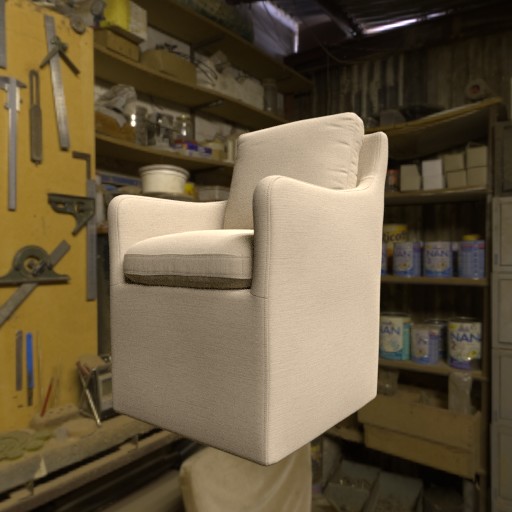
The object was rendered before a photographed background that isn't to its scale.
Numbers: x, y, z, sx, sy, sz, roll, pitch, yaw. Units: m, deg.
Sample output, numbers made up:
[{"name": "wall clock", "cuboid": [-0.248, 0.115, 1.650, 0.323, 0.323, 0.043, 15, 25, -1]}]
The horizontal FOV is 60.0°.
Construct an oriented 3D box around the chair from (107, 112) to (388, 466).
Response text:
[{"name": "chair", "cuboid": [0.000, 0.000, 1.377, 0.626, 0.914, 0.694, 0, 1, 38]}]
